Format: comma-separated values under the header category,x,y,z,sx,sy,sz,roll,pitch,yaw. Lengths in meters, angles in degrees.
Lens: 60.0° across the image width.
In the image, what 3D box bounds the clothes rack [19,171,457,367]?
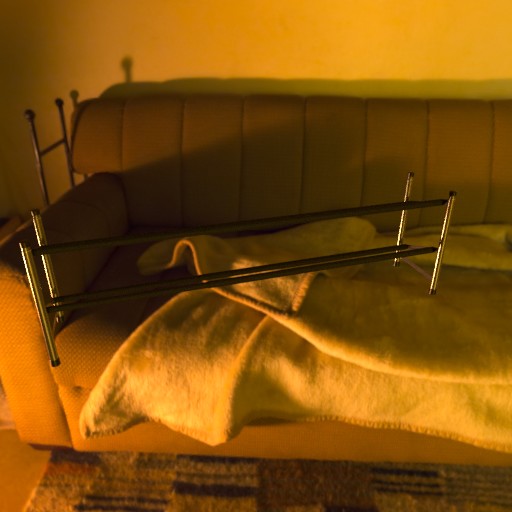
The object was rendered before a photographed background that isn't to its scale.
category,x,y,z,sx,sy,sz,roll,pitch,yaw
clothes rack,0.000,0.000,1.303,1.168,0.349,0.229,-8,28,-16
